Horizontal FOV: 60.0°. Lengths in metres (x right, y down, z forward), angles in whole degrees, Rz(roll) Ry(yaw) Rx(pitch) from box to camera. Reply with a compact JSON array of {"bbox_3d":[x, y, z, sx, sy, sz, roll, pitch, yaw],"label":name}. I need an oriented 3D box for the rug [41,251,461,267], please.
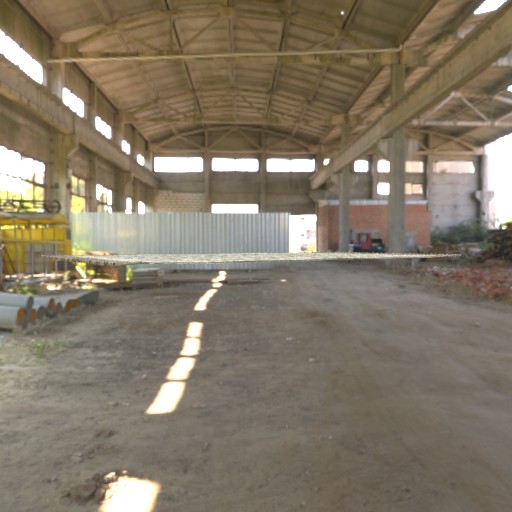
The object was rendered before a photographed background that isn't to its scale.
[{"bbox_3d":[0.000,0.000,2.994,2.431,0.025,1.530,-1,2,-35],"label":"rug"}]
